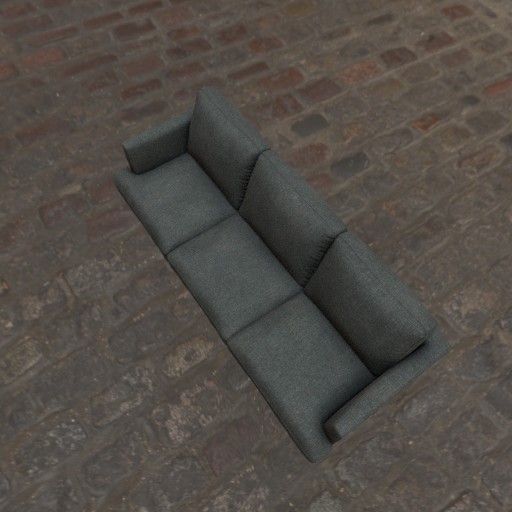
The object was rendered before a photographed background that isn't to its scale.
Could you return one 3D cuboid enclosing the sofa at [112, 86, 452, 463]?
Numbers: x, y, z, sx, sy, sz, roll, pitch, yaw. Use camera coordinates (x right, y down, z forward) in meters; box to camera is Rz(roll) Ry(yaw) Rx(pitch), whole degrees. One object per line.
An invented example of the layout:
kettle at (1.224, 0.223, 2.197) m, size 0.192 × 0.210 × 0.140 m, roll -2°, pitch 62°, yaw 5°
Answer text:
sofa at (0.000, 0.000, 2.735) m, size 0.903 × 0.930 × 2.246 m, roll -32°, pitch 67°, yaw -16°
